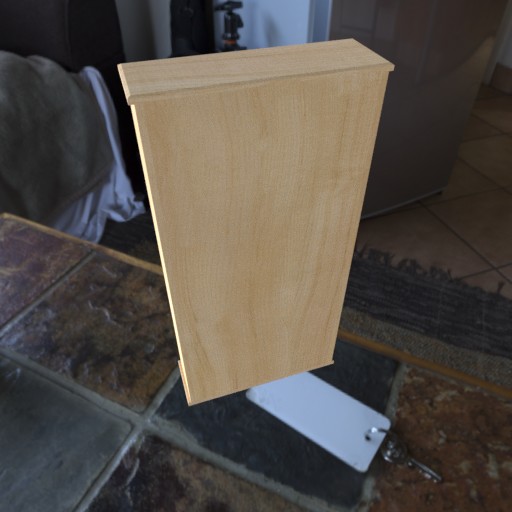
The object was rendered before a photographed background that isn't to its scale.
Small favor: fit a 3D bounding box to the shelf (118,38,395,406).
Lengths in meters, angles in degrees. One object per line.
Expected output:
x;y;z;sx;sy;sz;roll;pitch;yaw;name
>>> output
0.000;0.000;1.221;0.520;1.030;0.175;-13;44;-13;shelf
